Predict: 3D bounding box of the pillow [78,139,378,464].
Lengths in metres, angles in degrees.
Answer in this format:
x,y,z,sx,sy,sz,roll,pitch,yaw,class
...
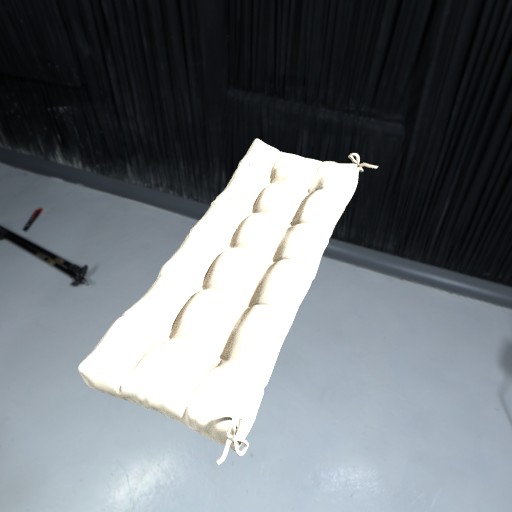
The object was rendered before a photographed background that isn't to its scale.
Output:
x,y,z,sx,sy,sz,roll,pitch,yaw,class
0.000,0.000,1.388,0.511,0.174,1.194,17,49,16,pillow
